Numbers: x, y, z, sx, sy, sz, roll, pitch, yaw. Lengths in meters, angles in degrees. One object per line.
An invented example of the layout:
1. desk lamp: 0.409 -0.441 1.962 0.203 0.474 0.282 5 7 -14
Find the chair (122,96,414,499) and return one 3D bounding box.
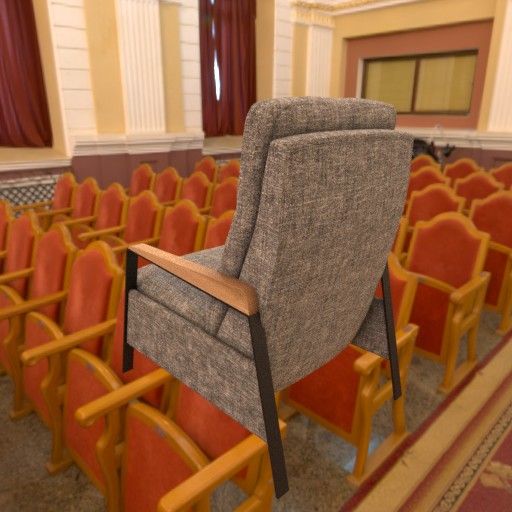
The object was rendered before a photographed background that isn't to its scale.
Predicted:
1. chair: 0.000 0.000 1.563 0.671 1.042 0.868 -17 24 -41
